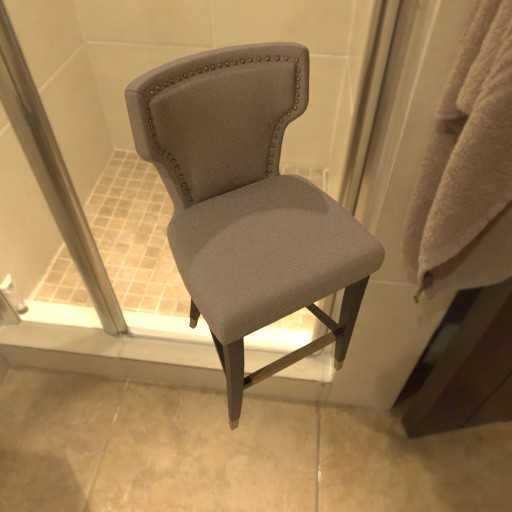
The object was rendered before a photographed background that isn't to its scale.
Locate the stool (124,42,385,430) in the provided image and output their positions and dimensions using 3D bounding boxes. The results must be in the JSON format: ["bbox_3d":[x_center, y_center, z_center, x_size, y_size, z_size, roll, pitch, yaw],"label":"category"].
[{"bbox_3d":[0.000,0.000,1.394,0.526,1.092,0.563,-23,52,-20],"label":"stool"}]
